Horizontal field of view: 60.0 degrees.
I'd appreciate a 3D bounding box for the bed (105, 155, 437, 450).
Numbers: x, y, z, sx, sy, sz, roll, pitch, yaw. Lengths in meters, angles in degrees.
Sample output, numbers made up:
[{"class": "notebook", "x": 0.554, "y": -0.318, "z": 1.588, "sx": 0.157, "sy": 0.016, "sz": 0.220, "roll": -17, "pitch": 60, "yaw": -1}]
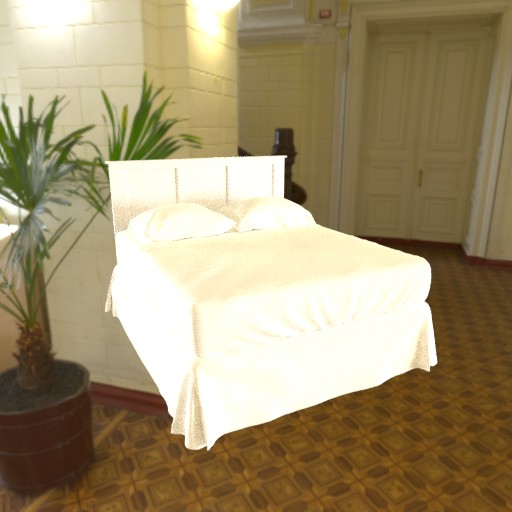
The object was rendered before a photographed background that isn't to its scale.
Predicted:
[{"class": "bed", "x": 0.000, "y": 0.000, "z": 3.197, "sx": 1.876, "sy": 1.269, "sz": 2.047, "roll": -8, "pitch": 18, "yaw": -27}]
